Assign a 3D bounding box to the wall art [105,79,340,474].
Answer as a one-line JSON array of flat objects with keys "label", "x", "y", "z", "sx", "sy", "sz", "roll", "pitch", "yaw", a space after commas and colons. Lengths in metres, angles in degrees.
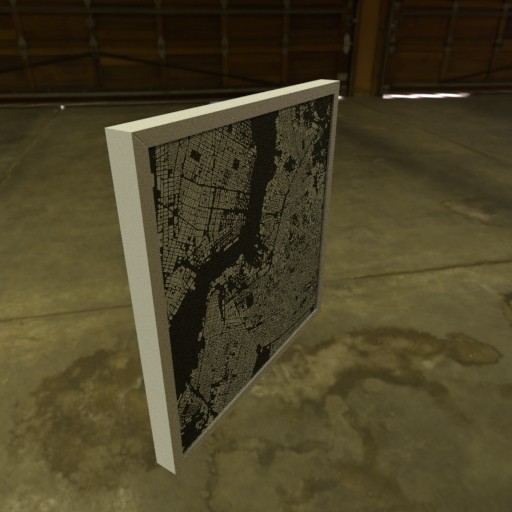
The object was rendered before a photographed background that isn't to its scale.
[{"label": "wall art", "x": 0.000, "y": 0.000, "z": 0.744, "sx": 0.038, "sy": 0.506, "sz": 0.506, "roll": 17, "pitch": 32, "yaw": 29}]
